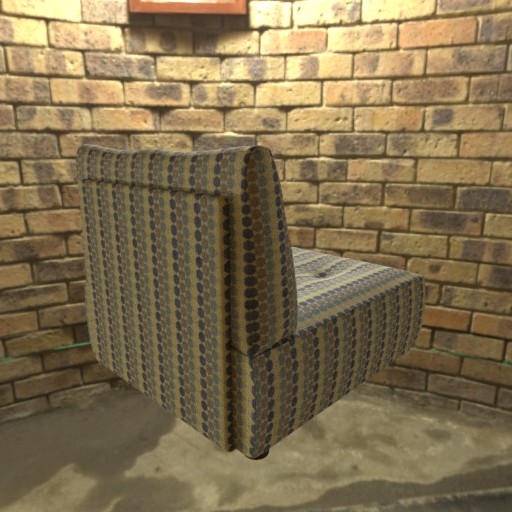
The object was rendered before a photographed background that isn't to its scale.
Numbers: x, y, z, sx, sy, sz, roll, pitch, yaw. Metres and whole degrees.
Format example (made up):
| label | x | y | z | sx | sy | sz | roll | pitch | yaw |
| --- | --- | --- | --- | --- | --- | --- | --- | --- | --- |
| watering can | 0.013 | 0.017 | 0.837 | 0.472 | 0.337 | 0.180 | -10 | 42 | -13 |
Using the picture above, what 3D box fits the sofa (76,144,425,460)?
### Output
| label | x | y | z | sx | sy | sz | roll | pitch | yaw |
| --- | --- | --- | --- | --- | --- | --- | --- | --- | --- |
| sofa | 0.000 | 0.000 | 1.695 | 0.930 | 0.830 | 1.000 | 14 | 20 | 43 |
